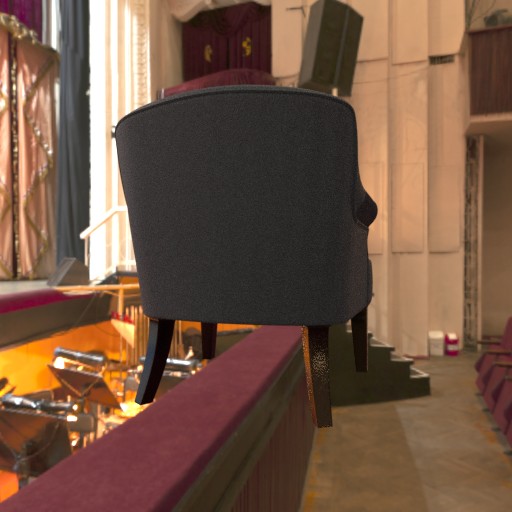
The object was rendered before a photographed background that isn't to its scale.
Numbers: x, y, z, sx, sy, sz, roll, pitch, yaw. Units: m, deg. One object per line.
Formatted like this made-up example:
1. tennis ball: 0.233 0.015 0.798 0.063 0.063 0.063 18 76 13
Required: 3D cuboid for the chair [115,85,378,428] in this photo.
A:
1. chair: 0.000 0.000 1.485 0.770 0.878 0.754 0 0 18
